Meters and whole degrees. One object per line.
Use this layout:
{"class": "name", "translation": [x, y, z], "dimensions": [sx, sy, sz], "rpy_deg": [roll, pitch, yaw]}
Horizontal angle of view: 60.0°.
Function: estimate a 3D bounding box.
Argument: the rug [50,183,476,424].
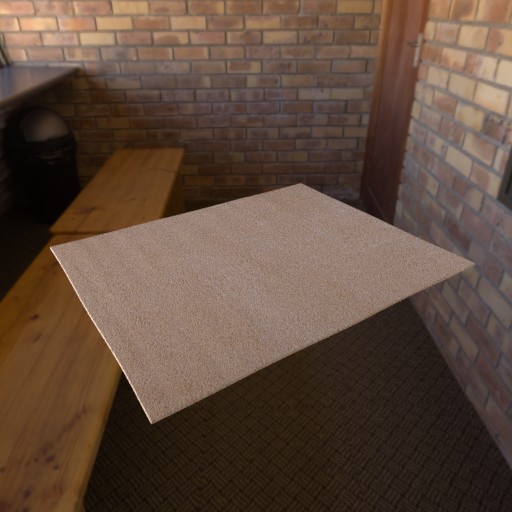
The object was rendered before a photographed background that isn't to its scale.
{"class": "rug", "translation": [0.000, 0.000, 3.995], "dimensions": [3.000, 0.025, 2.400], "rpy_deg": [-19, 35, -29]}
